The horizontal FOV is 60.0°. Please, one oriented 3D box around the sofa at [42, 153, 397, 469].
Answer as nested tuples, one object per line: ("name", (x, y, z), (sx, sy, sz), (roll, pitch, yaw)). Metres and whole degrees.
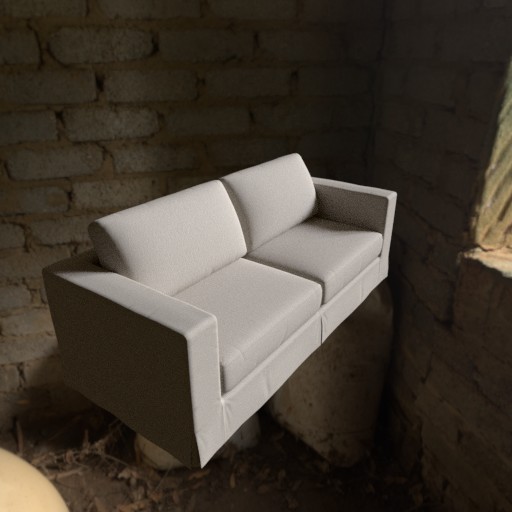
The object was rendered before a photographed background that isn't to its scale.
("sofa", (0.000, 0.000, 2.671), (0.954, 0.881, 2.163), (17, 30, 32))
